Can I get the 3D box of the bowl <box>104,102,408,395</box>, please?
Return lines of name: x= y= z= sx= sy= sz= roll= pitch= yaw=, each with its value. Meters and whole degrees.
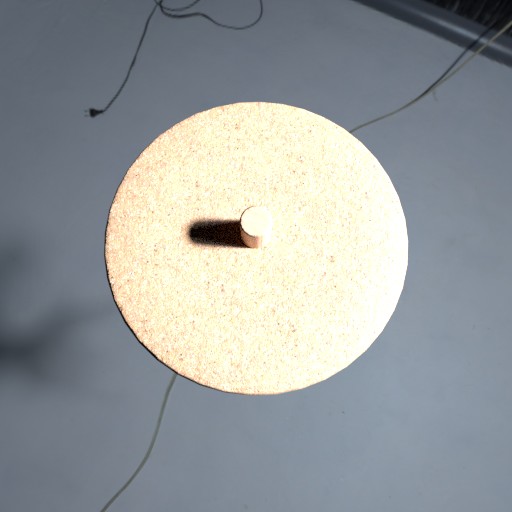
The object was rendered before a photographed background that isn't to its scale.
bowl: x=0.000 y=0.000 z=0.217 sx=0.126 sy=0.110 sz=0.126 roll=0 pitch=76 yaw=0
